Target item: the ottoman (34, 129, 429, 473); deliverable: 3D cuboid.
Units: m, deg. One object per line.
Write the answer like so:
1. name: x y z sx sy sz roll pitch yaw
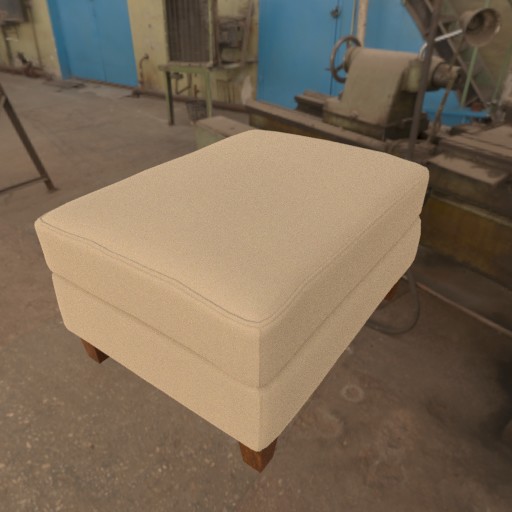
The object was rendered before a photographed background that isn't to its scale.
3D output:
1. ottoman: 0.000 0.000 1.168 0.634 0.485 0.818 21 38 30
